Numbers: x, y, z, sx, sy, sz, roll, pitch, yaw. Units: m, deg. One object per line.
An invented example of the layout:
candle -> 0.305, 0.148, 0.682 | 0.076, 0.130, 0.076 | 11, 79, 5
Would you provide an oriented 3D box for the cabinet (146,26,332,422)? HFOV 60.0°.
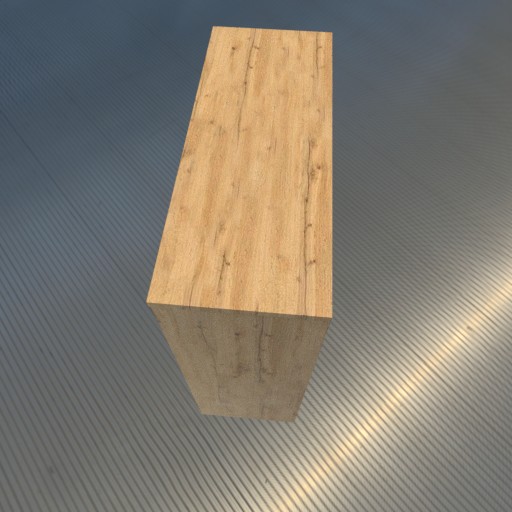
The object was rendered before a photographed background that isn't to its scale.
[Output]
cabinet -> 0.000, 0.000, 1.973 | 0.473, 1.397, 1.168 | 4, 59, 3
